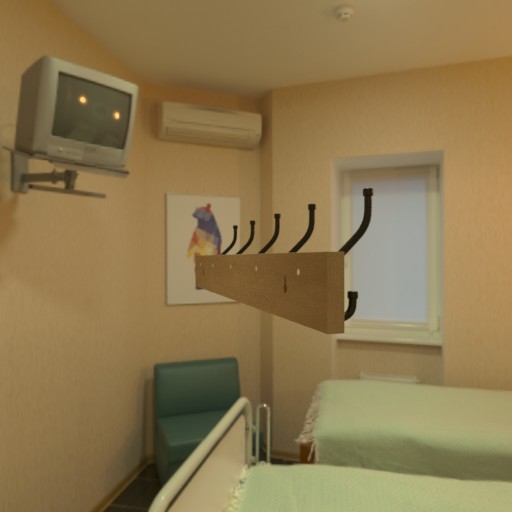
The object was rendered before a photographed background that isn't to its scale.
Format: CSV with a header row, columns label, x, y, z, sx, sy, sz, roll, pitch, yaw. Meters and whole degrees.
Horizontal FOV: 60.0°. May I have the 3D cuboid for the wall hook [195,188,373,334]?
label,x,y,z,sx,sy,sz,roll,pitch,yaw
wall hook,0.000,0.000,0.602,0.071,0.117,0.571,0,0,-17
